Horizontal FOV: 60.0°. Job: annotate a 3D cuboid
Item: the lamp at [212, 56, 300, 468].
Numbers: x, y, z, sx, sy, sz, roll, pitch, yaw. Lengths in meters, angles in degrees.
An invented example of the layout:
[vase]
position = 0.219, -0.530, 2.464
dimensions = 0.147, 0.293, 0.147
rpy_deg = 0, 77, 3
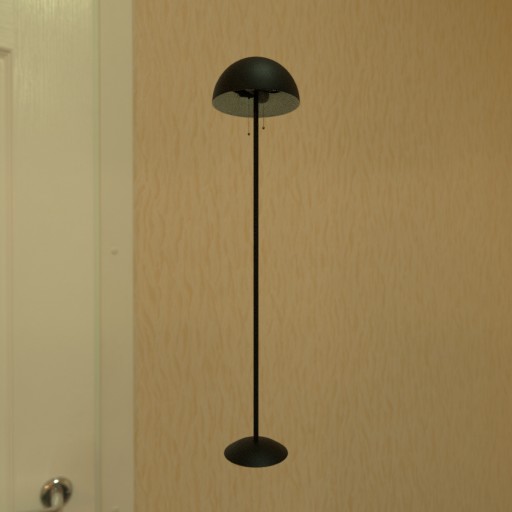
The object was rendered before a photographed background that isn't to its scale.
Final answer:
[lamp]
position = 0.000, 0.000, 1.664
dimensions = 0.328, 1.480, 0.328
rpy_deg = 0, 1, 35
